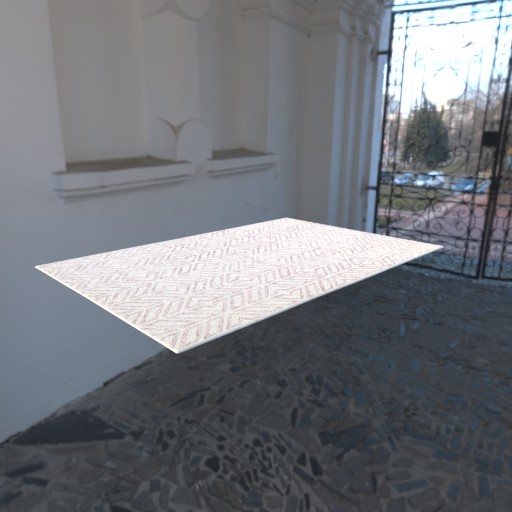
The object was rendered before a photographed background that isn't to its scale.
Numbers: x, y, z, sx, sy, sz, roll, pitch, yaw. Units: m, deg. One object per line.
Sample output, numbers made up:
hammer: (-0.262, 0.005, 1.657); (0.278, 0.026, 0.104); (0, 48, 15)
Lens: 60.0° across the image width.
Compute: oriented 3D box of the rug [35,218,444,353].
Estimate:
rug: (0.000, 0.000, 2.357); (1.828, 0.007, 1.220); (-15, 21, -42)
